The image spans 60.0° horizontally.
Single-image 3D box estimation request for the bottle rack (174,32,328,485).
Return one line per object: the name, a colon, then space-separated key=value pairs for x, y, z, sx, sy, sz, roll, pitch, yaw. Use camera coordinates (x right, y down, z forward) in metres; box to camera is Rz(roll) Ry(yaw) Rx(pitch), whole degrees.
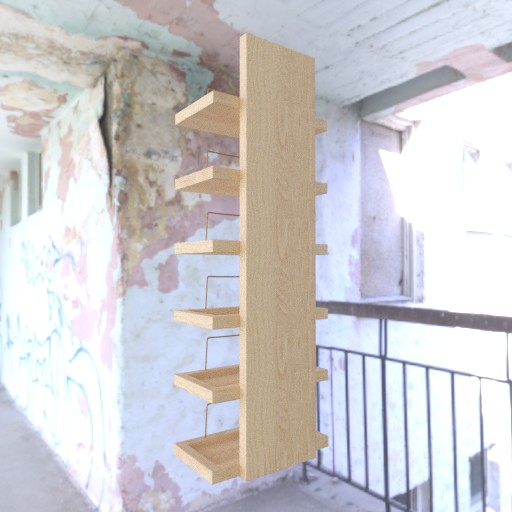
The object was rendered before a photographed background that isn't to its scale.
bottle rack: x=0.000 y=0.000 z=1.072 sx=0.330 sy=0.943 sz=0.206 roll=1 pitch=-2 yaw=-36
